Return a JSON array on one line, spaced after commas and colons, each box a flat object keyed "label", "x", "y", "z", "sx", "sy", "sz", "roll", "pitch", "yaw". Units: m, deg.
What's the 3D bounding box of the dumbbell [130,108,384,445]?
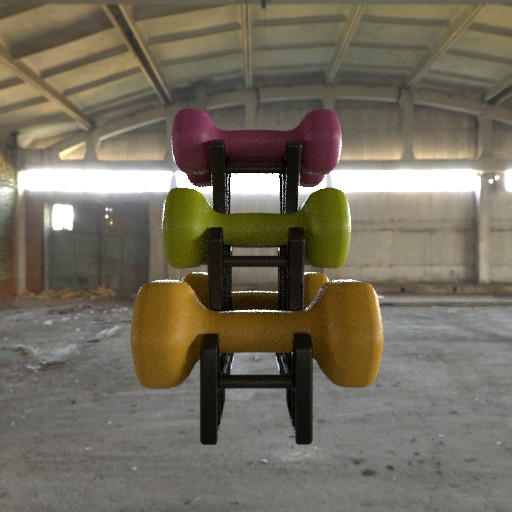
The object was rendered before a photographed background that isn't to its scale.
[{"label": "dumbbell", "x": 0.000, "y": 0.000, "z": 0.457, "sx": 0.190, "sy": 0.271, "sz": 0.300, "roll": 0, "pitch": 0, "yaw": 0}]
